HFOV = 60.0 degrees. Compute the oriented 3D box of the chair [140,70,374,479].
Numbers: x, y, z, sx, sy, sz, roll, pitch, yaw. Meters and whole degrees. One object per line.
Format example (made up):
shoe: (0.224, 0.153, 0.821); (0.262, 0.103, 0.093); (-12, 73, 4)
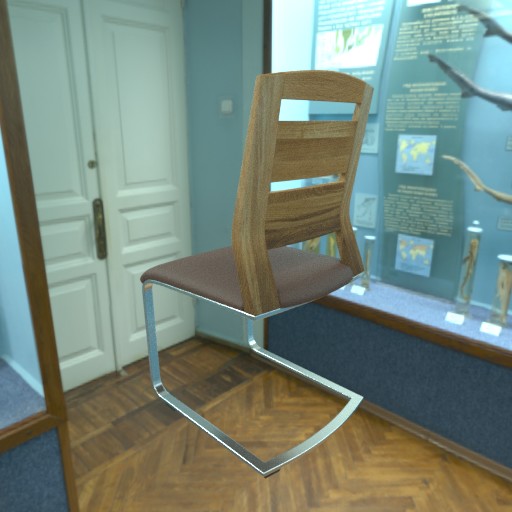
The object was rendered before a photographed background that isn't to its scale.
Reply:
chair: (0.000, 0.000, 1.297); (0.460, 0.970, 0.570); (-16, 23, -42)
